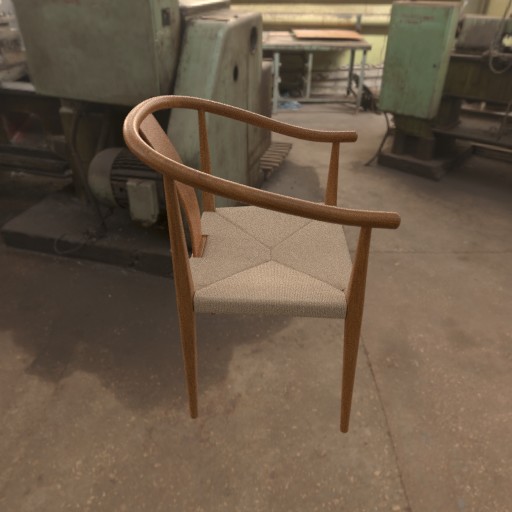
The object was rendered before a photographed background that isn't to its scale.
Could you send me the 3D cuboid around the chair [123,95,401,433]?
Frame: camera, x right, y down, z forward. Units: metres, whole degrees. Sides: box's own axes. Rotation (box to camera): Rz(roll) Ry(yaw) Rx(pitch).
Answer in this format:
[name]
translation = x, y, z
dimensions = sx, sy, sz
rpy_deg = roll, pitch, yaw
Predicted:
[chair]
translation = 0.000, 0.000, 1.229
dimensions = 0.579, 0.800, 0.556
rpy_deg = 1, 33, 2
